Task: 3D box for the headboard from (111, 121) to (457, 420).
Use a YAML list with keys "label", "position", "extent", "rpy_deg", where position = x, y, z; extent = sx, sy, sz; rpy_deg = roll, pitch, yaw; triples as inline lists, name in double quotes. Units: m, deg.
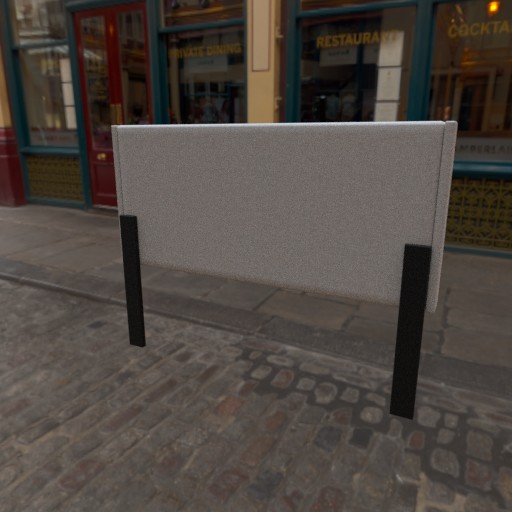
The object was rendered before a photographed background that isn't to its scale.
- label: "headboard"
  position: [0.000, 0.000, 2.665]
  extent: [2.051, 1.524, 0.184]
  rpy_deg: [8, 17, 26]
